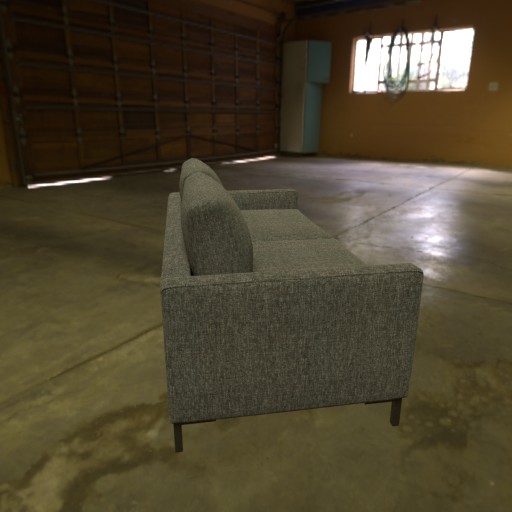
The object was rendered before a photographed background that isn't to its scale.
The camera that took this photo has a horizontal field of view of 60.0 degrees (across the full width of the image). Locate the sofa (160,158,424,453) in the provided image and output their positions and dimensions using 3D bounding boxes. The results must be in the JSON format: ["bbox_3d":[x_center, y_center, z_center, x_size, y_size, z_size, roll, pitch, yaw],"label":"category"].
[{"bbox_3d":[0.000,0.000,2.221,0.866,0.862,1.716,-3,18,-9],"label":"sofa"}]
